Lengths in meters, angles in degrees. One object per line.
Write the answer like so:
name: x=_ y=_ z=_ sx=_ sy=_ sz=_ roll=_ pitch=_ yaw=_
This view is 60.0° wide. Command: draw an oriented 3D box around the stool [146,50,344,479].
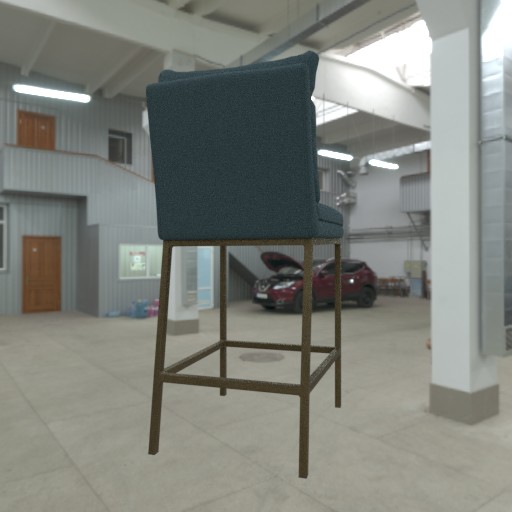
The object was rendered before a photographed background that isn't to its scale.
stool: x=0.000 y=0.000 z=1.344 sx=0.463 sy=1.032 sz=0.568 roll=0 pitch=0 yaw=18
